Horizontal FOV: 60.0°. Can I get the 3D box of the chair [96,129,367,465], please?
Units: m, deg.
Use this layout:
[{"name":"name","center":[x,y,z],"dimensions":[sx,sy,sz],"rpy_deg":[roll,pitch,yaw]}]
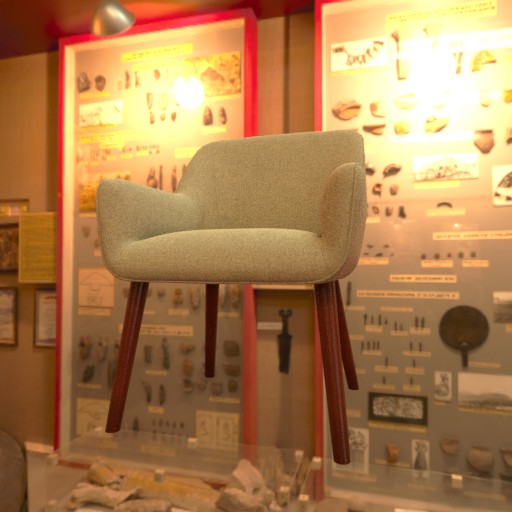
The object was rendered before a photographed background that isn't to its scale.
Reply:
[{"name":"chair","center":[0.000,0.000,1.213],"dimensions":[0.610,0.813,0.610],"rpy_deg":[0,-1,17]}]
